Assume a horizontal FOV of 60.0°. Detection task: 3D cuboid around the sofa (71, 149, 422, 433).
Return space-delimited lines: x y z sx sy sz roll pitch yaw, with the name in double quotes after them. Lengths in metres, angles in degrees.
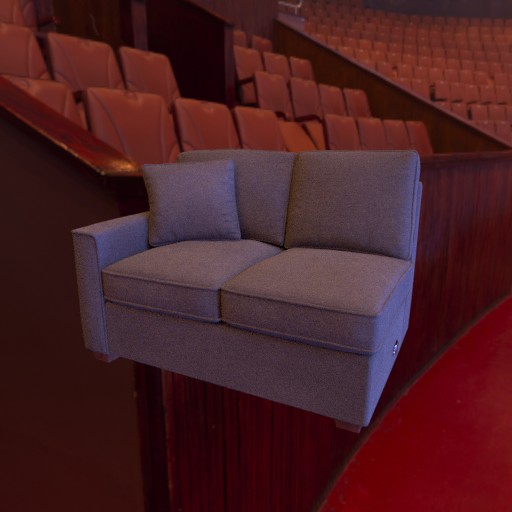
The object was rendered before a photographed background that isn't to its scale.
0.000 0.000 2.124 1.388 0.989 0.991 7 17 25 "sofa"
